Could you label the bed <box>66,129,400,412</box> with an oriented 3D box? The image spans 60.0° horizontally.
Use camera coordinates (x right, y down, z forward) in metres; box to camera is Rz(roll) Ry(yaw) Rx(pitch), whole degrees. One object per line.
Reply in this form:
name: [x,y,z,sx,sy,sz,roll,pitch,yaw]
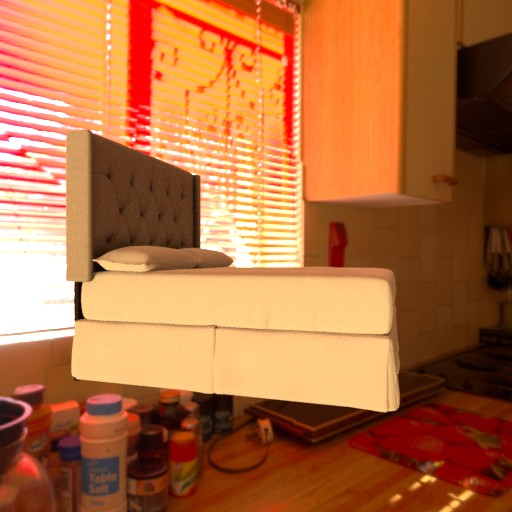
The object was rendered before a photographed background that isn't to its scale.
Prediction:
bed: [0.000,0.000,3.355,2.066,1.665,1.719,0,0,18]
